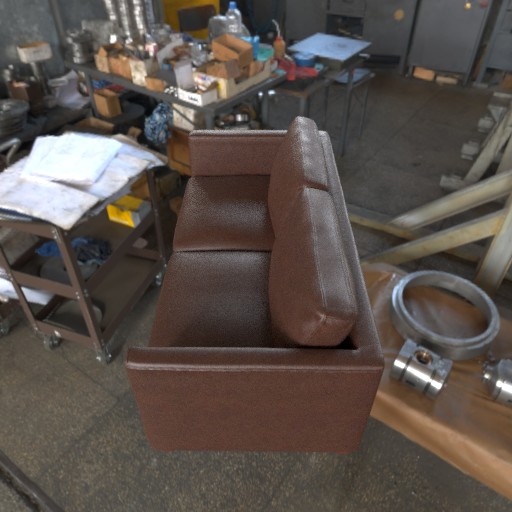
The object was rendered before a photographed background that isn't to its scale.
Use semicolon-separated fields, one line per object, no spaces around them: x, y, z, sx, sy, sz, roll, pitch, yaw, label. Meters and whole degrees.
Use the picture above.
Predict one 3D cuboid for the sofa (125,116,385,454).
0.000;0.000;2.426;0.951;0.933;1.883;0;41;1;sofa
